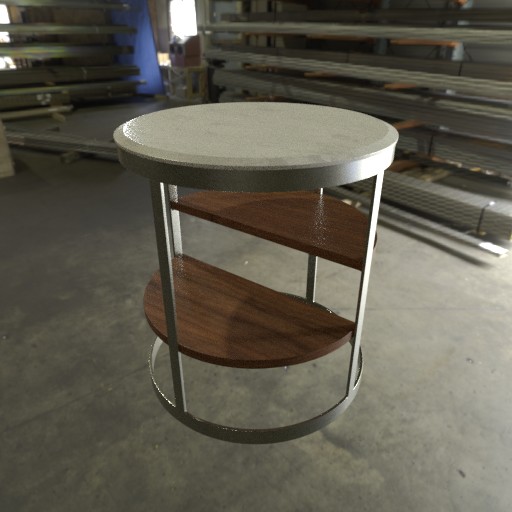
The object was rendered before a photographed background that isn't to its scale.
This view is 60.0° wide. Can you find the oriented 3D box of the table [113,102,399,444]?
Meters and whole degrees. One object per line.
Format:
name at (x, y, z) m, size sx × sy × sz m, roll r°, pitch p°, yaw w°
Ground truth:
table at (0.000, 0.000, 0.759) m, size 0.407 × 0.447 × 0.407 m, roll 0°, pitch 28°, yaw 0°
